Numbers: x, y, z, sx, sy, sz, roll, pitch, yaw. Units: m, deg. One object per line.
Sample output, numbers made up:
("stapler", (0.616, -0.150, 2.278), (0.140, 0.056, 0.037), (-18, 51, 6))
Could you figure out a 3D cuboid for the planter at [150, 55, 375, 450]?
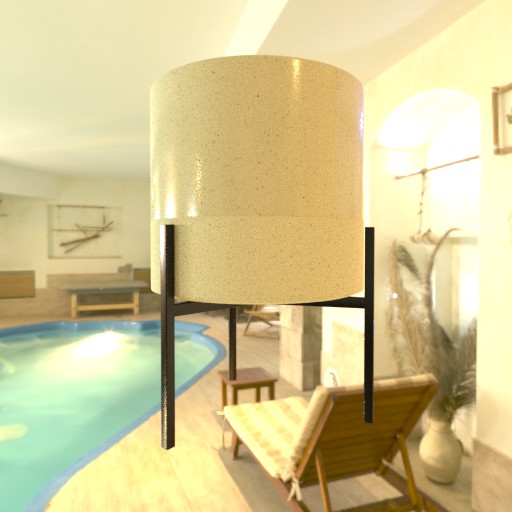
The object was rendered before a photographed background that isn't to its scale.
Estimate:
("planter", (0.000, 0.000, 0.329), (0.152, 0.230, 0.159), (0, 1, -16))
